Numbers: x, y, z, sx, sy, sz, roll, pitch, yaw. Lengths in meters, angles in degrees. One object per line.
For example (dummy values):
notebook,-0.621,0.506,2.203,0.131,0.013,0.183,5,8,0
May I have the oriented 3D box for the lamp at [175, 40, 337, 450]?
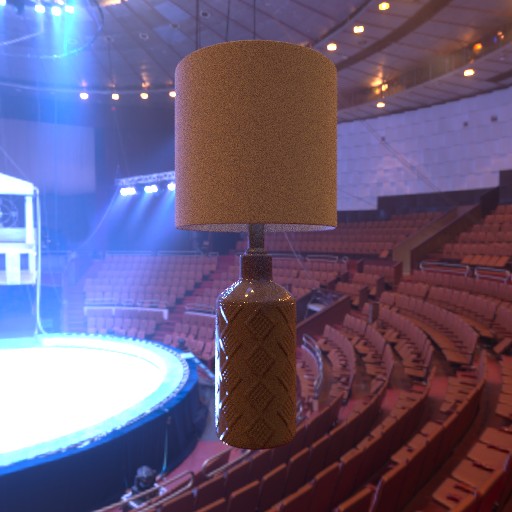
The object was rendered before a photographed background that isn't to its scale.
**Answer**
lamp,0.000,0.000,0.575,0.207,0.461,0.207,0,0,-36
